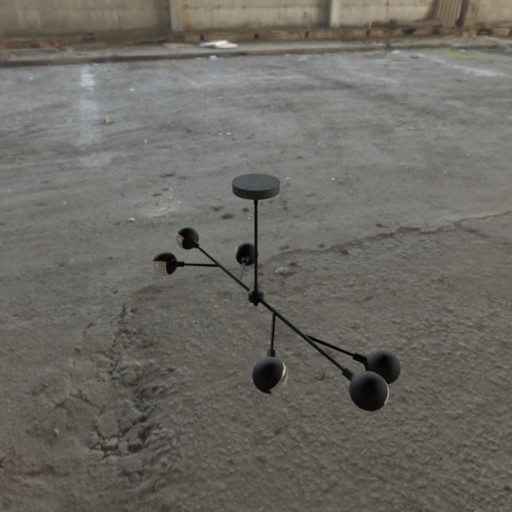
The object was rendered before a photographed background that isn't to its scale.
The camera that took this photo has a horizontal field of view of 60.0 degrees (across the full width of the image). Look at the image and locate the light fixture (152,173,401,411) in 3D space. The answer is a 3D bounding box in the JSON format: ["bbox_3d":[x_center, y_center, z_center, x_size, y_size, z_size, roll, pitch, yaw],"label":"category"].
[{"bbox_3d":[0.000,0.000,1.023,0.434,0.362,0.778,-10,31,-16],"label":"light fixture"}]
